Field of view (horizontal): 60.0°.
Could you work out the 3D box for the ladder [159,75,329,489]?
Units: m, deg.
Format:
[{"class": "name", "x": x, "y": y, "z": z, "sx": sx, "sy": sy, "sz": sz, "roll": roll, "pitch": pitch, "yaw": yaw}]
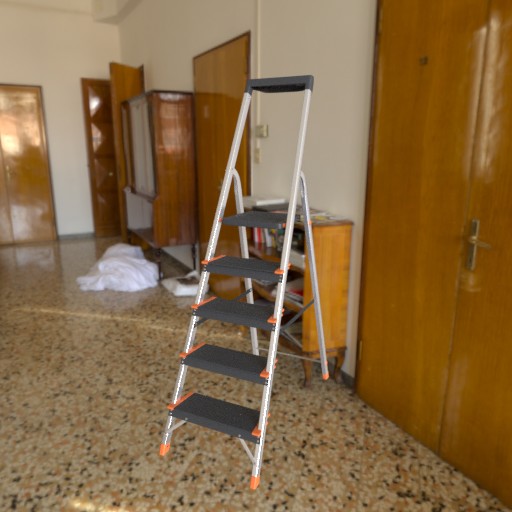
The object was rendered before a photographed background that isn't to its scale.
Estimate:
[{"class": "ladder", "x": 0.000, "y": 0.000, "z": 2.101, "sx": 0.480, "sy": 1.646, "sz": 0.995, "roll": 7, "pitch": 16, "yaw": 25}]
